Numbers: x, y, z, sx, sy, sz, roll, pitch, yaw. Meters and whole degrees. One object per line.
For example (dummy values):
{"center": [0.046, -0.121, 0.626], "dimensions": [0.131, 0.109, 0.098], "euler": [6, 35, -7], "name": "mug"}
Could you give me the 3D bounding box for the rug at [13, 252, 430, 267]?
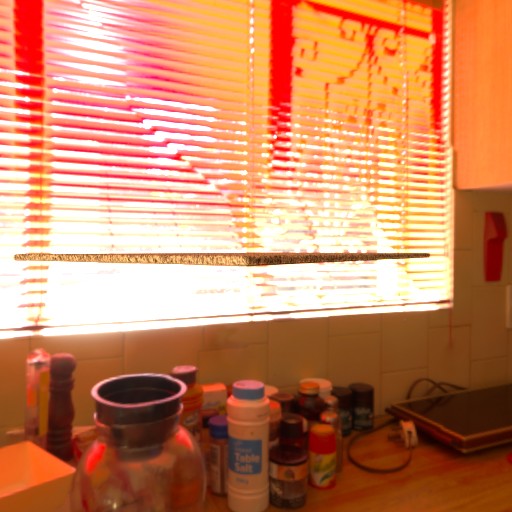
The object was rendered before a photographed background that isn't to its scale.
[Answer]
{"center": [0.000, 0.000, 2.205], "dimensions": [1.219, 0.030, 1.778], "euler": [0, 1, 36], "name": "rug"}
